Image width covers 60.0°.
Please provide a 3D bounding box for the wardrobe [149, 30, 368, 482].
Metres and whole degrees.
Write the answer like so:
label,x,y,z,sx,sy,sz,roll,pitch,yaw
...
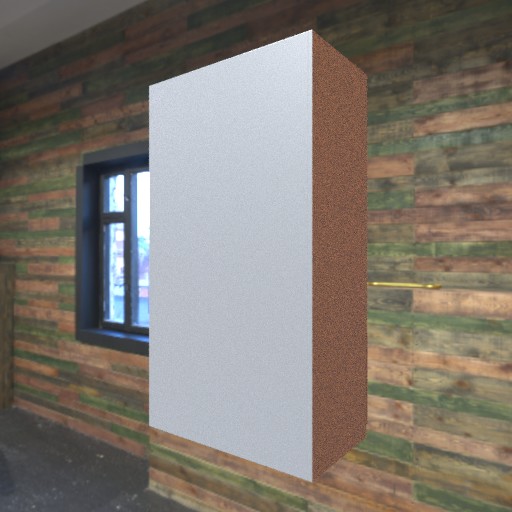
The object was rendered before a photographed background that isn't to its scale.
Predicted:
label,x,y,z,sx,sy,sz,roll,pitch,yaw
wardrobe,0.000,0.000,2.297,0.991,1.808,0.577,0,0,37
